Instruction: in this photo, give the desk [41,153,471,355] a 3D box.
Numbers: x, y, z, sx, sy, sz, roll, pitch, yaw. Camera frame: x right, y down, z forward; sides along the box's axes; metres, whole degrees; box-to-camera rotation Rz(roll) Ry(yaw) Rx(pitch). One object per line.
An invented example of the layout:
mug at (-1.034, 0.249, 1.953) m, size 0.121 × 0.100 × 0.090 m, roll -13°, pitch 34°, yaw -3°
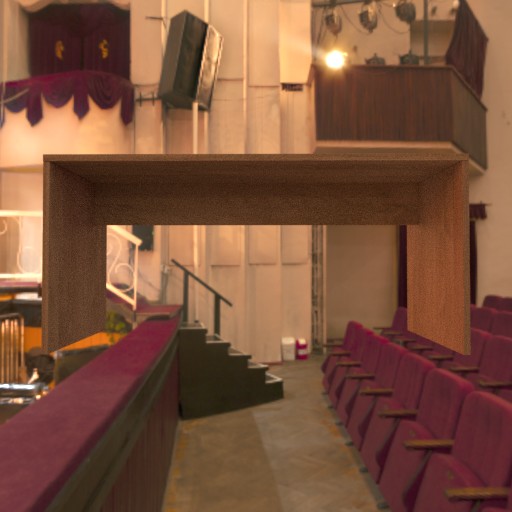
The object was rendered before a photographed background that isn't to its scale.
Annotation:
desk at (0.000, 0.000, 2.057) m, size 1.600 × 0.752 × 0.802 m, roll 0°, pitch -1°, yaw 1°
